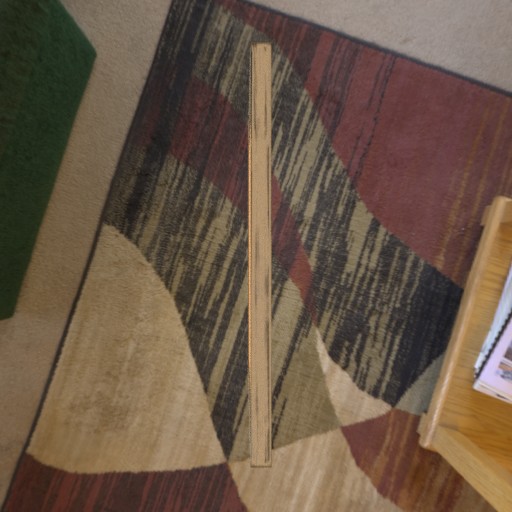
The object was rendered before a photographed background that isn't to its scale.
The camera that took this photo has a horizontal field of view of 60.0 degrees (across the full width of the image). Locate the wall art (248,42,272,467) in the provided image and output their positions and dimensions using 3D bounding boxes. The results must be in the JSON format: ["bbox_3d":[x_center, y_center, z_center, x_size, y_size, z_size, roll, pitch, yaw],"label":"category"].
[{"bbox_3d":[0.000,0.000,1.173,0.037,0.761,0.761,0,89,-1],"label":"wall art"}]
